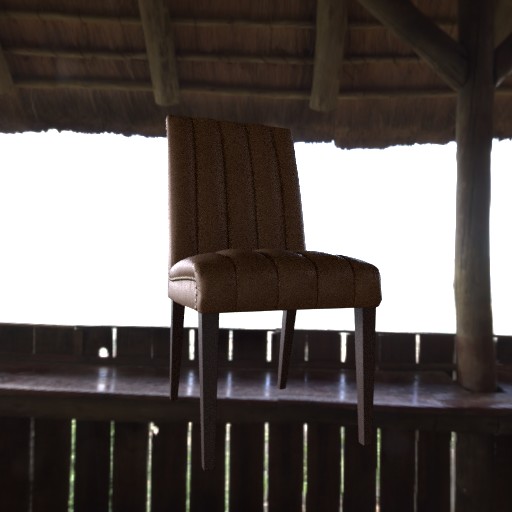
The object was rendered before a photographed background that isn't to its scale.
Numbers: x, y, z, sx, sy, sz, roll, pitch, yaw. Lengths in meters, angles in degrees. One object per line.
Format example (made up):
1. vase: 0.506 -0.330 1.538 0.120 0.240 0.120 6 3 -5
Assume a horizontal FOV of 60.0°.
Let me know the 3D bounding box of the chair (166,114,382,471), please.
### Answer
1. chair: 0.000 0.000 1.379 0.511 1.016 0.647 0 -1 -19
